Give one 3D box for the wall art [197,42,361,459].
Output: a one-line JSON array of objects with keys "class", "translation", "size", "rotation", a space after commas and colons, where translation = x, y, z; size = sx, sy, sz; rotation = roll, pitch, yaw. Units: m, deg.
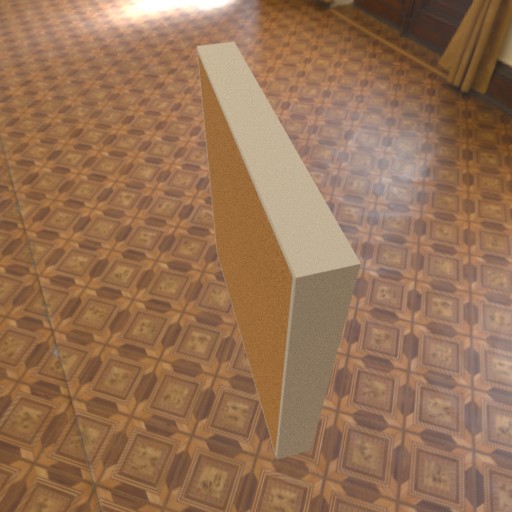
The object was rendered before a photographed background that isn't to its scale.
[{"class": "wall art", "translation": [0.000, 0.000, 0.456], "size": [0.038, 0.304, 0.305], "rotation": [-12, 49, -10]}]
